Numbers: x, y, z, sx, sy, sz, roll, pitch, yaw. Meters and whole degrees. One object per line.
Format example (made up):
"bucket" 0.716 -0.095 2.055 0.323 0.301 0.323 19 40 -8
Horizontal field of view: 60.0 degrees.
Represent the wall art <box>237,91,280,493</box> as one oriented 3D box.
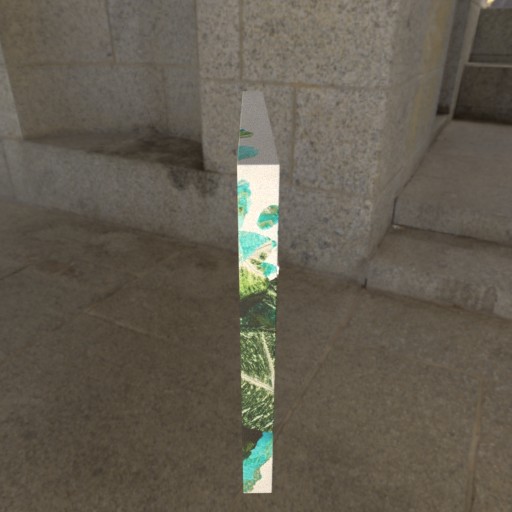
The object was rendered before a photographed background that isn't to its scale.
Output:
"wall art" 0.000 0.000 0.704 0.041 0.435 0.507 0 27 -1
